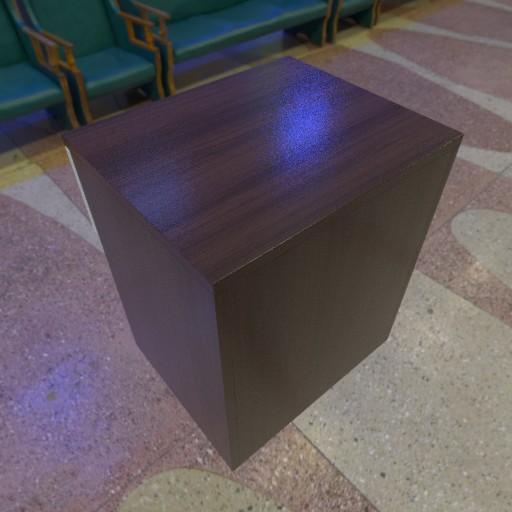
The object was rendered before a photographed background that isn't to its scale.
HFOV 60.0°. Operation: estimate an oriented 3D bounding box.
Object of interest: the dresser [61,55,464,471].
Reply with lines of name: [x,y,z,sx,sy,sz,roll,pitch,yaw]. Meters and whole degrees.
dresser: [0.000,0.000,0.746,0.400,0.470,0.360,-31,53,-27]
